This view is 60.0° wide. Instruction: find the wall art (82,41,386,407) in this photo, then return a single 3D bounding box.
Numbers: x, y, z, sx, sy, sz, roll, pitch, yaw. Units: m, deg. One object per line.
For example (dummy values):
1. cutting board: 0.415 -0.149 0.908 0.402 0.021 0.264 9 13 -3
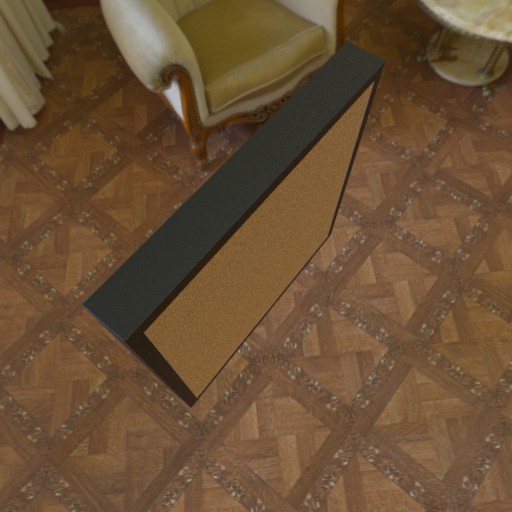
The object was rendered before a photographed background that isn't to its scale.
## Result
1. wall art: 0.000 0.000 0.460 0.038 0.304 0.304 35 69 16
